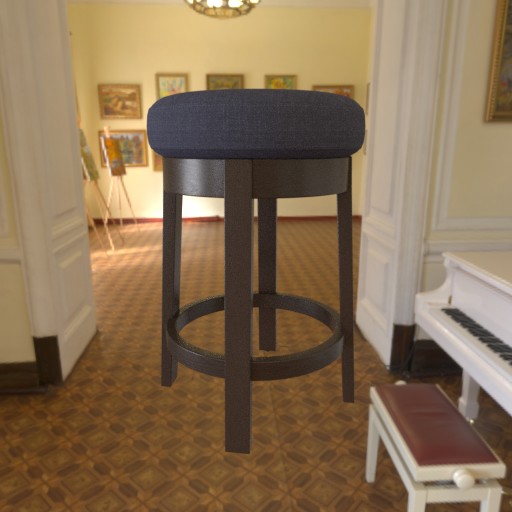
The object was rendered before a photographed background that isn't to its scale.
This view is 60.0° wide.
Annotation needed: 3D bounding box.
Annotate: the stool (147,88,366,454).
[{"bbox_3d":[0.000,0.000,0.960,0.449,0.655,0.449,0,14,0],"label":"stool"}]
